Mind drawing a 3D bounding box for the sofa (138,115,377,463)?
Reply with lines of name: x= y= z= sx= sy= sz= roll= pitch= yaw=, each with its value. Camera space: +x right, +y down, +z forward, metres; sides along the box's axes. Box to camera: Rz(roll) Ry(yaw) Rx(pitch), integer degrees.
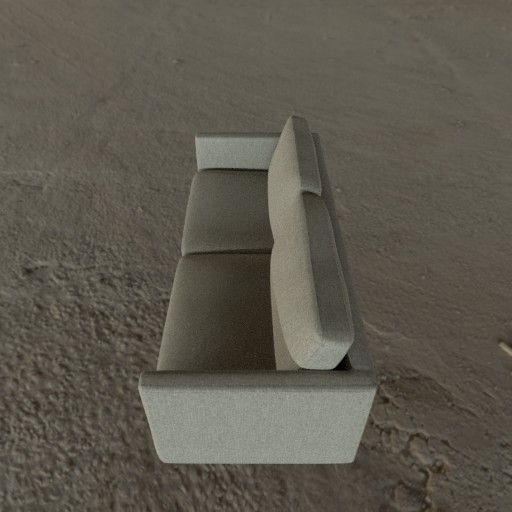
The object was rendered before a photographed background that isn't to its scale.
sofa: x=0.000 y=0.000 z=2.678 sx=0.956 sy=0.960 sz=2.208 roll=0 pitch=41 yaw=0
